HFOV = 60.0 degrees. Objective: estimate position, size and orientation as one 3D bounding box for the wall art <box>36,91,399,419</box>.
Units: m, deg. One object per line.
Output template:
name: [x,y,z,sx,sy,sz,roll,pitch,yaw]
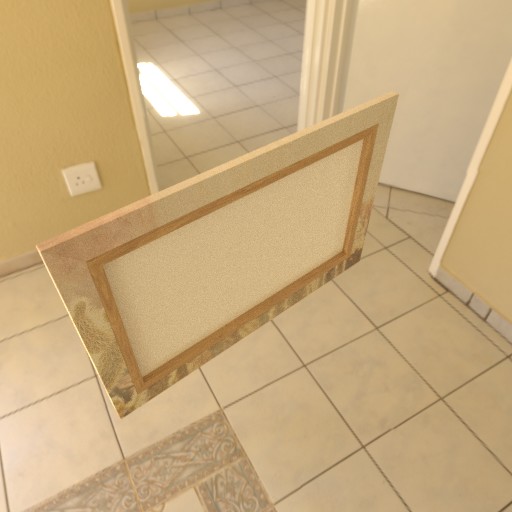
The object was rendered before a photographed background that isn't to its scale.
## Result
wall art: [0.000,0.000,1.901,1.525,1.012,0.038,-30,52,-26]
